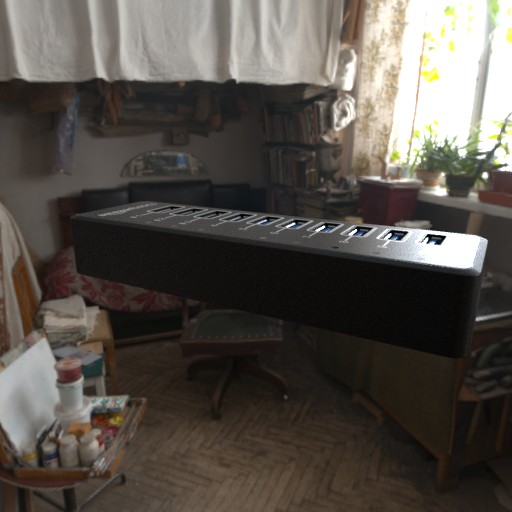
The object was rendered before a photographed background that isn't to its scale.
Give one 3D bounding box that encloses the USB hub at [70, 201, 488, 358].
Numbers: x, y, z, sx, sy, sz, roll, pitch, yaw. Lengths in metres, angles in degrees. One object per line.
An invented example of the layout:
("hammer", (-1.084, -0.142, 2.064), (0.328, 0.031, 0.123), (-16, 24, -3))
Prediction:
("USB hub", (0.000, 0.000, 0.159), (0.145, 0.023, 0.044), (9, 19, 28))
